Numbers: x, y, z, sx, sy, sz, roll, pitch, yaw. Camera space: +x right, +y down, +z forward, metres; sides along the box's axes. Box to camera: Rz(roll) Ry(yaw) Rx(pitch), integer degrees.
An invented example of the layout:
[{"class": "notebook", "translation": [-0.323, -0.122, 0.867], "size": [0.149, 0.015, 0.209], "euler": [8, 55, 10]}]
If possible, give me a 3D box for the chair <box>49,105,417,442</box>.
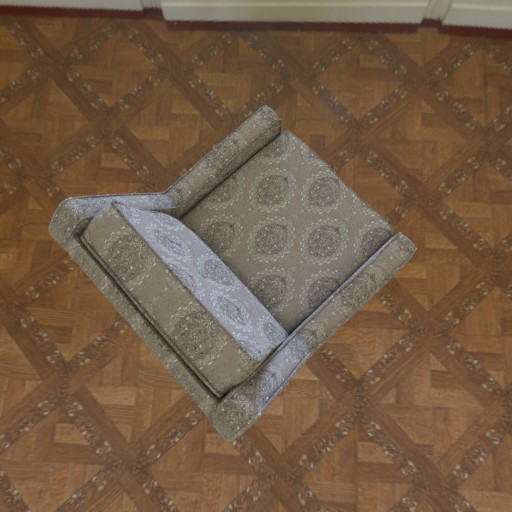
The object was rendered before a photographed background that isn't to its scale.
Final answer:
[{"class": "chair", "translation": [0.000, 0.000, 1.363], "size": [0.750, 0.797, 0.665], "euler": [-42, 79, -10]}]
